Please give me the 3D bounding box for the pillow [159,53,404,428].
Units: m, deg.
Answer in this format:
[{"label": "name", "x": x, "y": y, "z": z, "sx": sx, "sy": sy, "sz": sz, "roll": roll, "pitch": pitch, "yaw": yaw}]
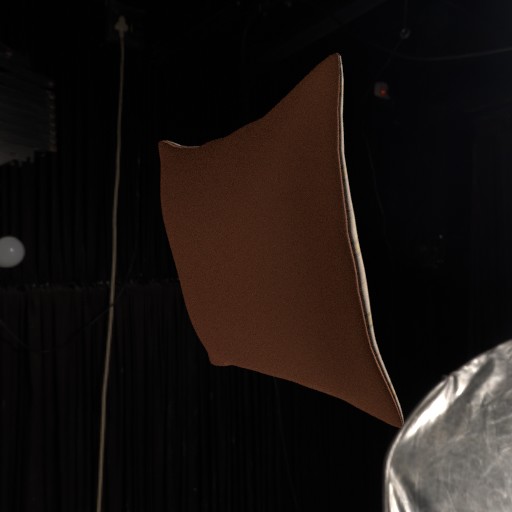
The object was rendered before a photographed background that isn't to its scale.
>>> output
[{"label": "pillow", "x": 0.000, "y": 0.000, "z": 0.680, "sx": 0.200, "sy": 0.430, "sz": 0.453, "roll": 0, "pitch": 0, "yaw": -36}]
